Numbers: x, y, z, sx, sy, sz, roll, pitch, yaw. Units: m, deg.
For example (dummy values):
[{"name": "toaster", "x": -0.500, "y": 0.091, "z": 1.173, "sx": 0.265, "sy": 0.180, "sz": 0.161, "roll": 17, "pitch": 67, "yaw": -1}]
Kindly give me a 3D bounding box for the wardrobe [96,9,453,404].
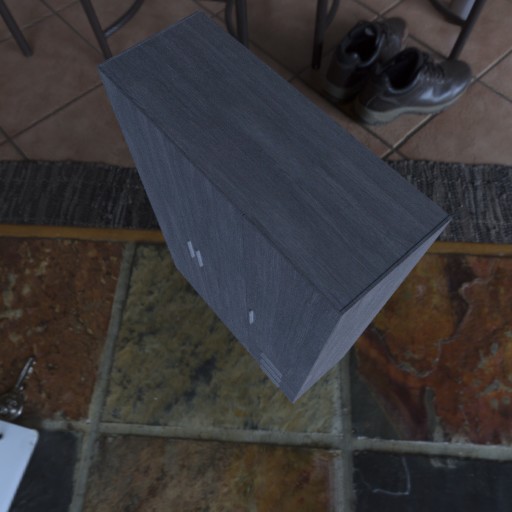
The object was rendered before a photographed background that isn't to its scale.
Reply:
[{"name": "wardrobe", "x": 0.000, "y": 0.000, "z": 2.381, "sx": 0.510, "sy": 1.910, "sz": 1.290, "roll": -38, "pitch": 70, "yaw": -16}]
